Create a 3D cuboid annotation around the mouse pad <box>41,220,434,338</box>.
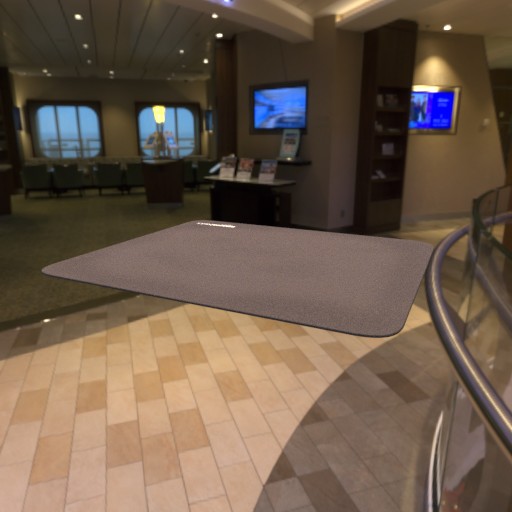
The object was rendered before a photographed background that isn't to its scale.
[{"bbox_3d":[0.000,0.000,0.443,0.315,0.002,0.269,7,17,25],"label":"mouse pad"}]
